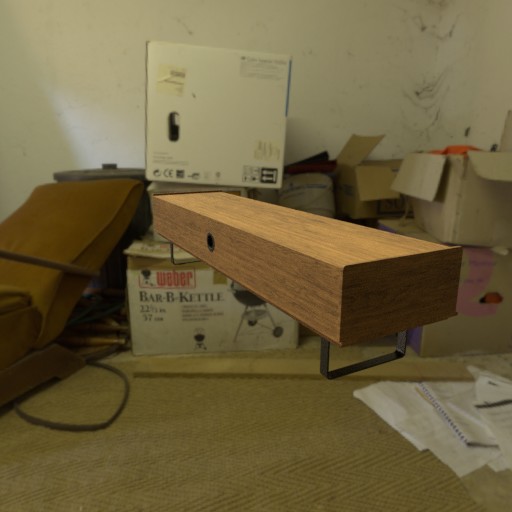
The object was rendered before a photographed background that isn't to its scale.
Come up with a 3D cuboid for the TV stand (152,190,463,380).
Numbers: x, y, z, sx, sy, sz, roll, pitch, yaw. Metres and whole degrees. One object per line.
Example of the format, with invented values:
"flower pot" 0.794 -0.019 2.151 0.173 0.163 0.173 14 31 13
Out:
"TV stand" 0.000 0.000 2.043 0.467 0.415 1.796 -8 16 -27
